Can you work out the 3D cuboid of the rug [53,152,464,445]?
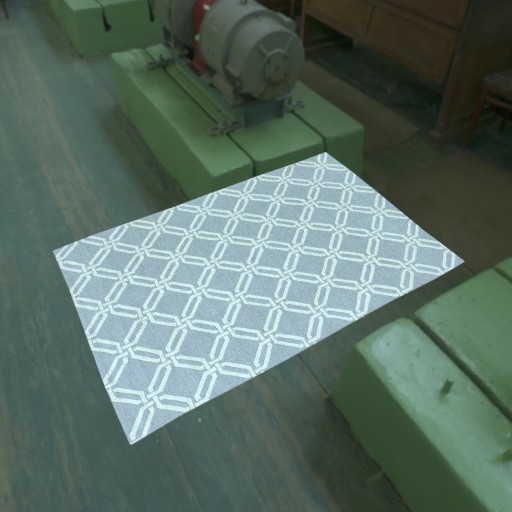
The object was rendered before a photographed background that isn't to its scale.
[{"bbox_3d":[0.000,0.000,2.233,1.754,0.010,1.148,-24,51,-21],"label":"rug"}]
